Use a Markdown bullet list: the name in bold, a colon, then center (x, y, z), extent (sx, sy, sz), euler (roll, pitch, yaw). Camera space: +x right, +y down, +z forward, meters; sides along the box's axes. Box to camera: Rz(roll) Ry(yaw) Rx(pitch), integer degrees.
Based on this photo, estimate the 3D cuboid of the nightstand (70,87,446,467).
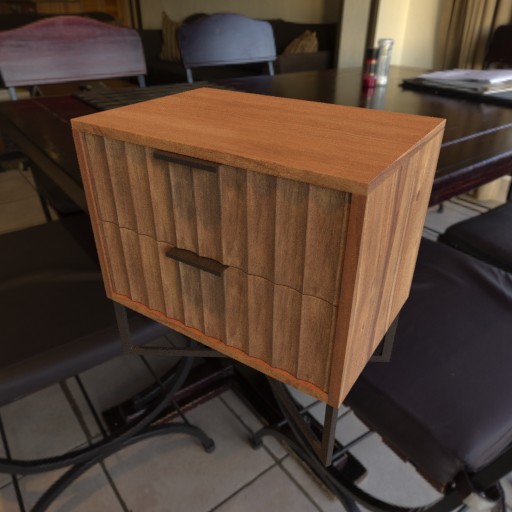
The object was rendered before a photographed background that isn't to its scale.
- **nightstand**: center (0.000, 0.000, 1.019), extent (0.613, 0.615, 0.427), euler (19, 35, 28)
